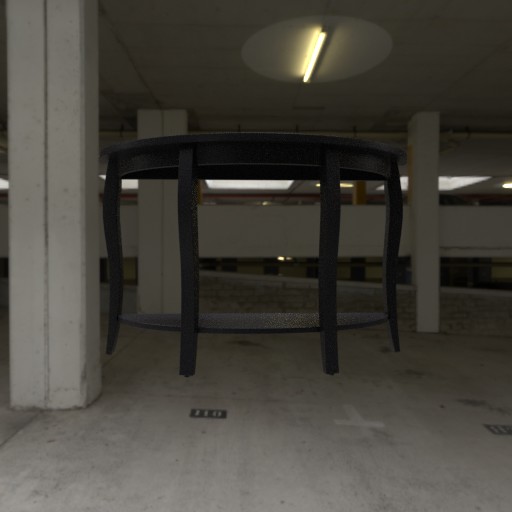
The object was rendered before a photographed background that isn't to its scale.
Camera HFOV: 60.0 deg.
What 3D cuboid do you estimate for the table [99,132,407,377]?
[{"bbox_3d":[0.000,0.000,1.592,1.219,0.780,0.394,0,1,-2],"label":"table"}]
